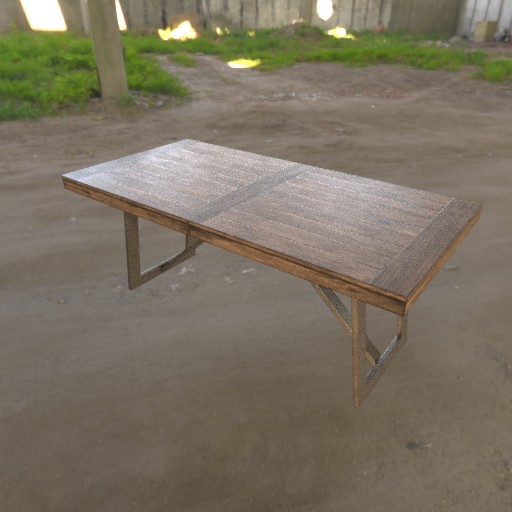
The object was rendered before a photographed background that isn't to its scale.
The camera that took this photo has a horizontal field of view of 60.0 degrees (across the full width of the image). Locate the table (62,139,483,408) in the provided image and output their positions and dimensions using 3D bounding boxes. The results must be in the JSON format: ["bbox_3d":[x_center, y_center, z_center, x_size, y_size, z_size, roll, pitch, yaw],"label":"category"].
[{"bbox_3d":[0.000,0.000,2.351,1.867,0.757,0.931,20,35,32],"label":"table"}]
